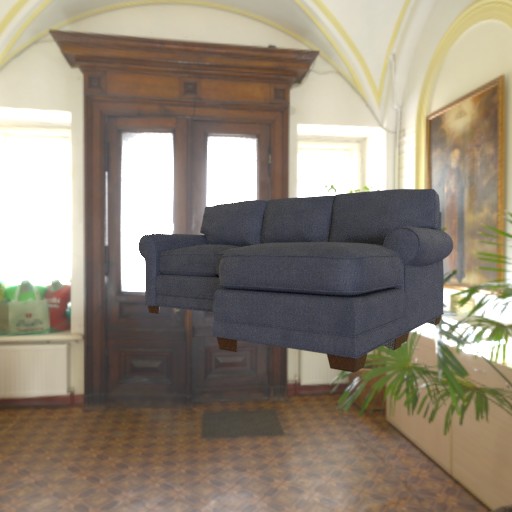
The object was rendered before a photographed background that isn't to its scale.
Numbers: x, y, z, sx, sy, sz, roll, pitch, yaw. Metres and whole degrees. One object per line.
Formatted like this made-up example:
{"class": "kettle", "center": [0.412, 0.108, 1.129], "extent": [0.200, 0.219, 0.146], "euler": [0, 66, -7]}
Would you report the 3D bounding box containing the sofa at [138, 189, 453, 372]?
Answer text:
{"class": "sofa", "center": [0.000, 0.000, 3.465], "extent": [2.567, 1.063, 1.780], "euler": [1, 1, 36]}
